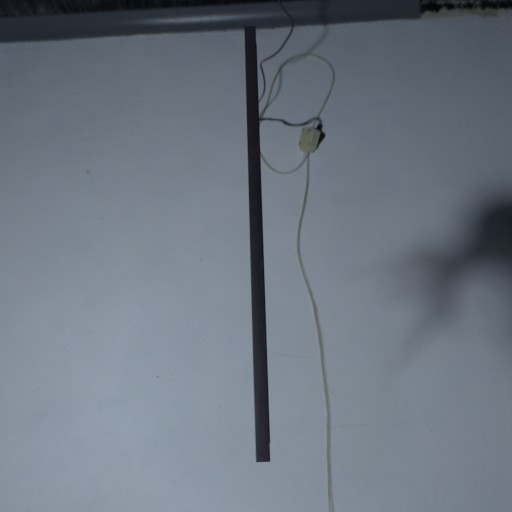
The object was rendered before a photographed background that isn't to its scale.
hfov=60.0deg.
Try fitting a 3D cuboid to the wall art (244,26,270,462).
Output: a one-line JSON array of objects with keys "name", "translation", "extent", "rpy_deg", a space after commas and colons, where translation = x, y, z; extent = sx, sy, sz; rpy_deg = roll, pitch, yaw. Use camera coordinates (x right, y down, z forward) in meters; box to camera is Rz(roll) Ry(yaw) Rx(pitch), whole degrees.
[{"name": "wall art", "translation": [0.000, 0.000, 0.577], "extent": [0.013, 0.306, 0.440], "rpy_deg": [-2, 75, 0]}]
